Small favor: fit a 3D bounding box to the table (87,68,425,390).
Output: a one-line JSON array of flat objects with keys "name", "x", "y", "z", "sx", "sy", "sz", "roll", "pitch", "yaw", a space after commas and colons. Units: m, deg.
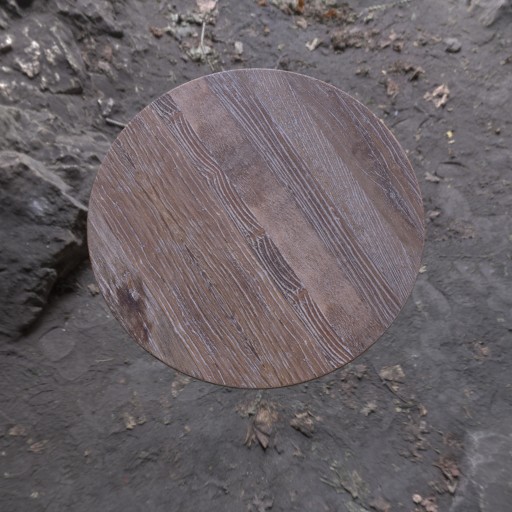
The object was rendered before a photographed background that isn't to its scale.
[{"name": "table", "x": 0.000, "y": 0.000, "z": 0.897, "sx": 0.500, "sy": 0.500, "sz": 0.500, "roll": 0, "pitch": 75, "yaw": 0}]
